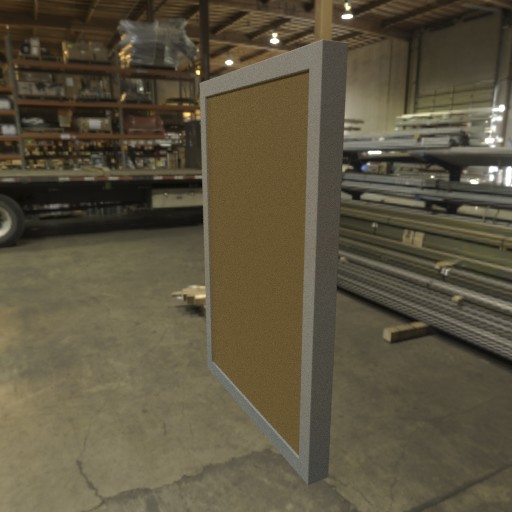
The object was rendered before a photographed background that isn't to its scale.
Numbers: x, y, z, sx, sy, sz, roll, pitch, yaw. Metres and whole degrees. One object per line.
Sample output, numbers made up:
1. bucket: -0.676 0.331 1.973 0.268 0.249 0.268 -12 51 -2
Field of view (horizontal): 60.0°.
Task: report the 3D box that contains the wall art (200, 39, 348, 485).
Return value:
1. wall art: 0.000 0.000 0.771 0.038 0.611 0.408 -7 15 -27
